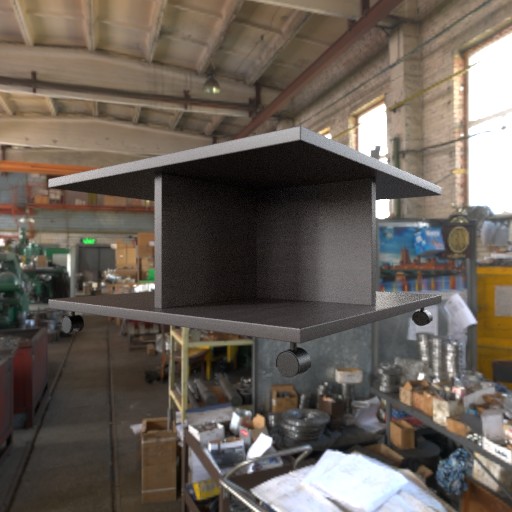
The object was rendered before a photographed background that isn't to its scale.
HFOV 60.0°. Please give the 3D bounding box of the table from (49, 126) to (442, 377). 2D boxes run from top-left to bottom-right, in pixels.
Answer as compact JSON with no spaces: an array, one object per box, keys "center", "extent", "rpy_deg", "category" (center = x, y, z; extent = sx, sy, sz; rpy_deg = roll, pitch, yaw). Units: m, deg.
[{"center":[0.000,0.000,1.208],"extent":[0.762,0.396,0.762],"rpy_deg":[0,0,38],"category":"table"}]
